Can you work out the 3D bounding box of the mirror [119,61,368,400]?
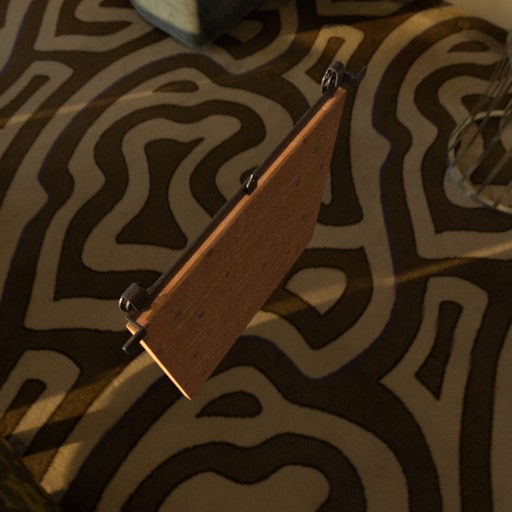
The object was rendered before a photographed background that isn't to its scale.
[{"bbox_3d":[0.000,0.000,1.177,0.054,0.800,0.805,33,68,15],"label":"mirror"}]
